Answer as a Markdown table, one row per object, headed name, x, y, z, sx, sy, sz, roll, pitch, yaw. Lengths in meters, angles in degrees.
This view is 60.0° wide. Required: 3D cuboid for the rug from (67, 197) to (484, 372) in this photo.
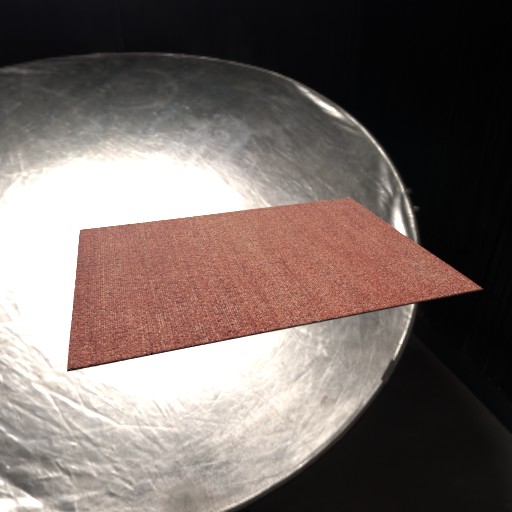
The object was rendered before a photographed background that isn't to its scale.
| name | x | y | z | sx | sy | sz | roll | pitch | yaw |
| --- | --- | --- | --- | --- | --- | --- | --- | --- | --- |
| rug | 0.000 | 0.000 | 5.145 | 3.965 | 0.025 | 2.803 | -8 | 29 | -15 |
